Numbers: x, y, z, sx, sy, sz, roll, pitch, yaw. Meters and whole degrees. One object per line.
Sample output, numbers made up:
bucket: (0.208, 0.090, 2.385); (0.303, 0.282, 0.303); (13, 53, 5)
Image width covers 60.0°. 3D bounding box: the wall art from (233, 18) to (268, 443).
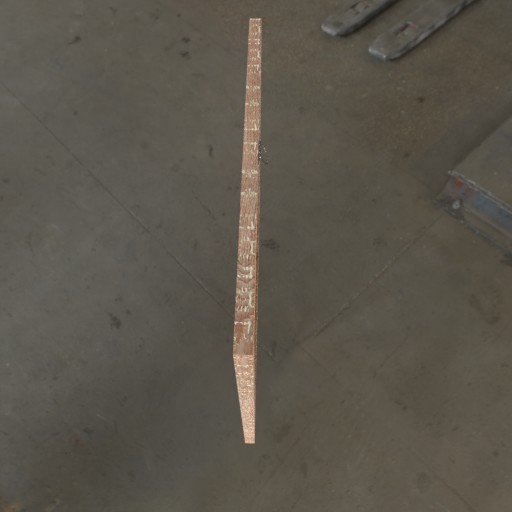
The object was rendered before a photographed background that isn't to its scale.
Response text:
wall art: (0.000, 0.000, 0.552); (0.022, 0.380, 0.380); (1, 59, 1)
